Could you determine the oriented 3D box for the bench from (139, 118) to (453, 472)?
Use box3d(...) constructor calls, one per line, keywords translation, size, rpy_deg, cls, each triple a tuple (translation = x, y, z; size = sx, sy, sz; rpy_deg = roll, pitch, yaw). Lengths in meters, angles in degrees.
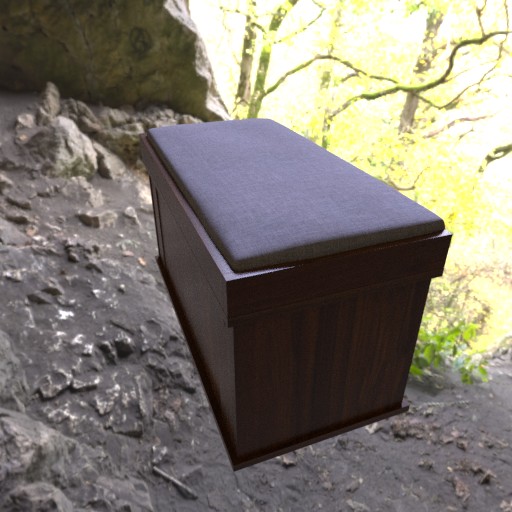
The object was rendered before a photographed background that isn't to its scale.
box3d(translation=(0.000, 0.000, 0.998), size=(0.362, 0.461, 0.734), rpy_deg=(-11, 32, -18), cls="bench")
